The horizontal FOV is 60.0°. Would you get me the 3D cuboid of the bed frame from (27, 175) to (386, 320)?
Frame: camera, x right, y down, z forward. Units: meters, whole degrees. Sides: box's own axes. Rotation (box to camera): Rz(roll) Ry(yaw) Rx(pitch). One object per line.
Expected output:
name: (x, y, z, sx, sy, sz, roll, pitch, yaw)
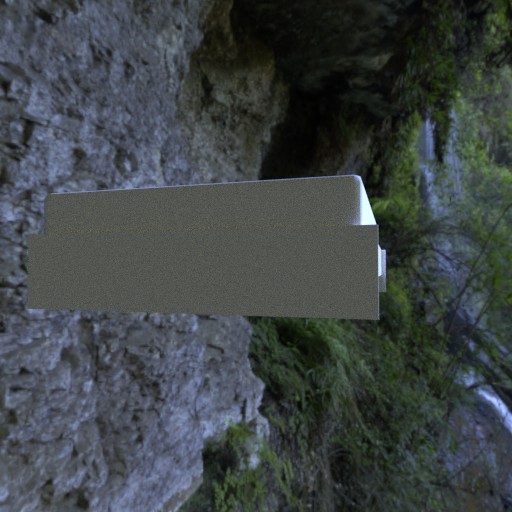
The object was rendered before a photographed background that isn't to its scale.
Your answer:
bed frame: (0.000, 0.000, 2.616, 1.445, 0.497, 1.945, -1, -2, 17)
